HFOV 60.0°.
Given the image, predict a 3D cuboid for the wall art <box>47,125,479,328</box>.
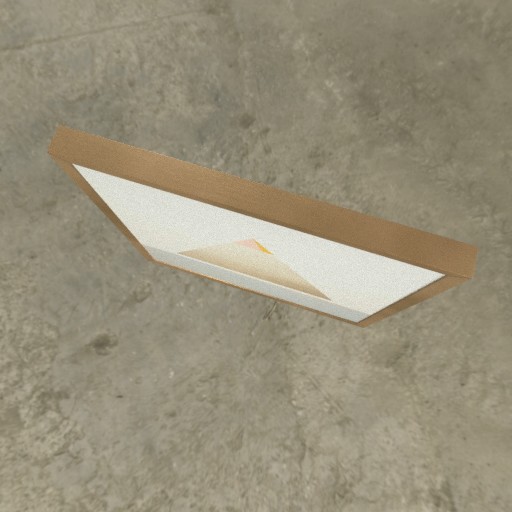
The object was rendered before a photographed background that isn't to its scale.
[{"bbox_3d":[0.000,0.000,0.760,0.513,0.511,0.038,17,75,5],"label":"wall art"}]
